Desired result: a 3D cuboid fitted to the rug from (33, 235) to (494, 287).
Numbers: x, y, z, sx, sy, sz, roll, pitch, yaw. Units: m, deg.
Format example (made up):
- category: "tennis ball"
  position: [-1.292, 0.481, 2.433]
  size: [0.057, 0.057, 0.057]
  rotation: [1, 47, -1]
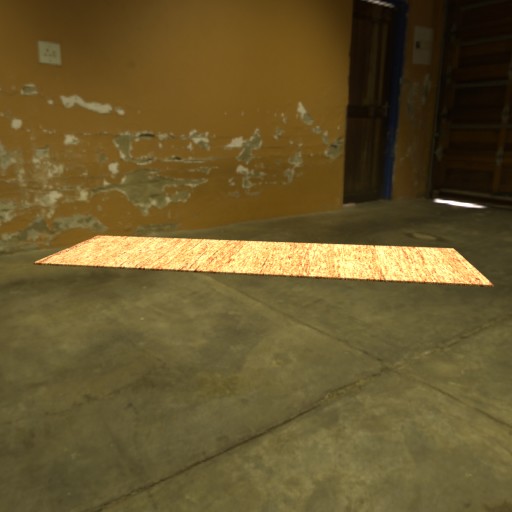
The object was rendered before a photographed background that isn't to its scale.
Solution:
- category: "rug"
  position: [0.000, 0.000, 2.450]
  size: [2.237, 0.014, 0.680]
  rotation: [2, 15, 9]
